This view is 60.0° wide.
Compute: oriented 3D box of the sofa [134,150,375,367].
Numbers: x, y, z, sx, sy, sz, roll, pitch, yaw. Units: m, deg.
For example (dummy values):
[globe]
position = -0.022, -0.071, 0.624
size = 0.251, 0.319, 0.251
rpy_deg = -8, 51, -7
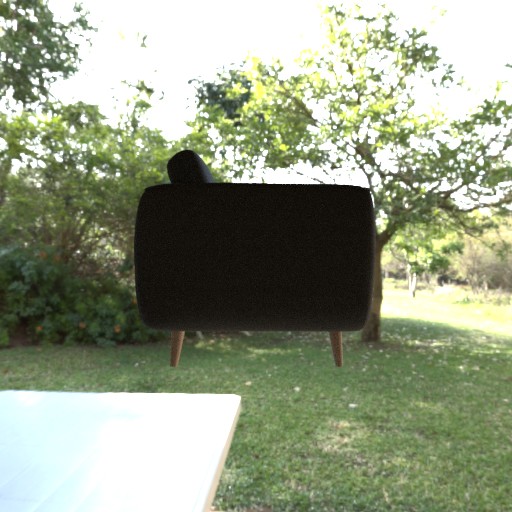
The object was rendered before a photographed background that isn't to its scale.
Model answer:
[sofa]
position = 0.000, 0.000, 2.521
size = 0.920, 0.850, 2.000
rpy_deg = 0, -1, 0
